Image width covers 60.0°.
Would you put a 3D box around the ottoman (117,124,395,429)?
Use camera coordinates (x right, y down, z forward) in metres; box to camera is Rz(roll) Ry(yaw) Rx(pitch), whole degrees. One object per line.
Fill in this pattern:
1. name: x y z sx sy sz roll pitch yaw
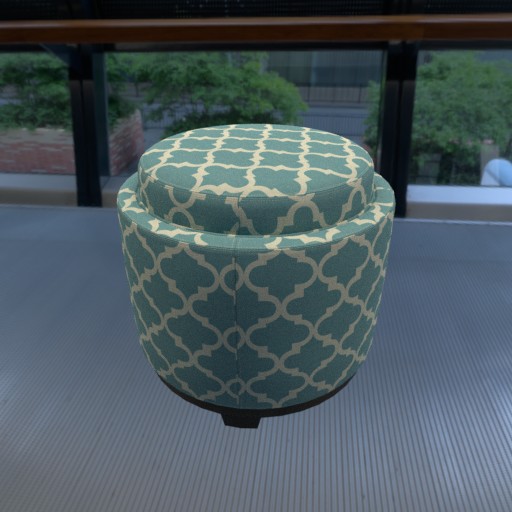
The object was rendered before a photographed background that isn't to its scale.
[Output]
1. ottoman: 0.000 0.000 0.848 0.480 0.429 0.480 0 30 0
